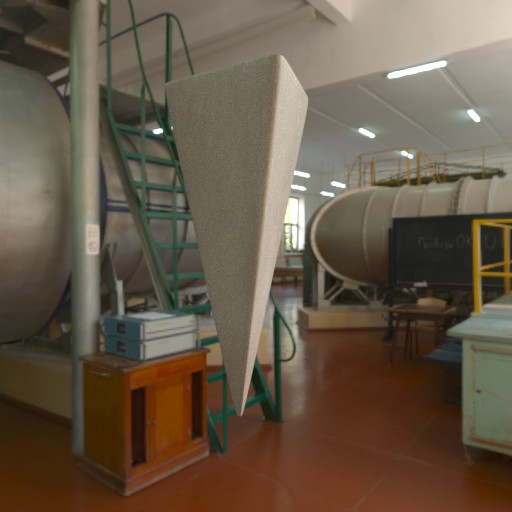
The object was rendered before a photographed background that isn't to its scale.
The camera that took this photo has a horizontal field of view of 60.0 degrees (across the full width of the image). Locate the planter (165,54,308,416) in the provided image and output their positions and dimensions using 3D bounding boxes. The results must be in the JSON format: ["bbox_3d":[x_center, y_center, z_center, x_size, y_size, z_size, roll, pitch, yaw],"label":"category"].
[{"bbox_3d":[0.000,0.000,0.271,0.101,0.224,0.081,0,1,-18],"label":"planter"}]
